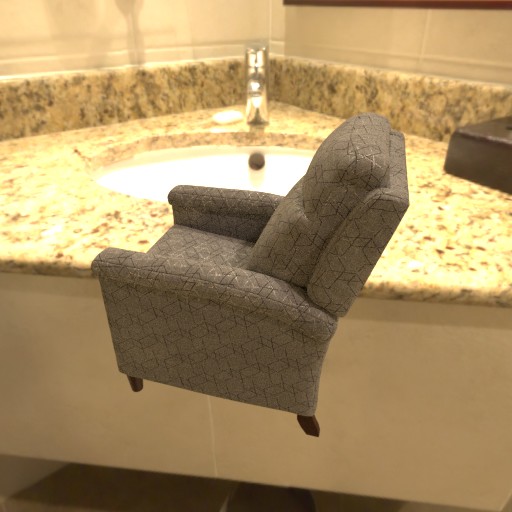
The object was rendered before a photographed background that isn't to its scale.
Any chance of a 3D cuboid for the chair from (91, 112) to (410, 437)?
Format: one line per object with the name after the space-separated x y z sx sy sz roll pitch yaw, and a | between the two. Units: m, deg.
0.000 0.000 1.723 0.987 1.048 0.753 8 32 13 | chair
